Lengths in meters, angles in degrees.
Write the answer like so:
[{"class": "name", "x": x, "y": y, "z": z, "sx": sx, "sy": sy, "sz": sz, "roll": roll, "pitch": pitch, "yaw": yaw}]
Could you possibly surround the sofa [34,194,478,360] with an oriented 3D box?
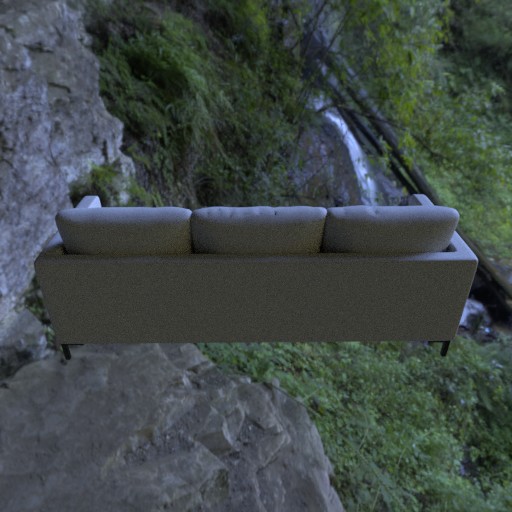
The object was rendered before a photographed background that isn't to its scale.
[{"class": "sofa", "x": 0.000, "y": 0.000, "z": 2.659, "sx": 2.218, "sy": 0.874, "sz": 0.859, "roll": 0, "pitch": 32, "yaw": -1}]
